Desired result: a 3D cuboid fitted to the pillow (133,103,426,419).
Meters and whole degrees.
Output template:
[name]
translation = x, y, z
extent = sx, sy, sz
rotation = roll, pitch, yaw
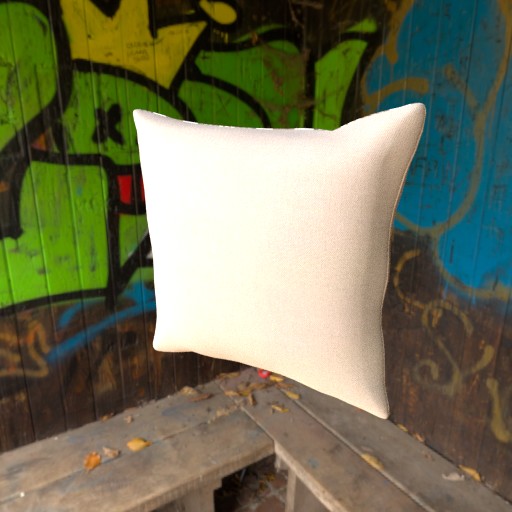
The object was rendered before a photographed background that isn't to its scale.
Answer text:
[pillow]
translation = 0.000, 0.000, 0.626
extent = 0.416, 0.401, 0.173
rotation = 9, 19, 27
